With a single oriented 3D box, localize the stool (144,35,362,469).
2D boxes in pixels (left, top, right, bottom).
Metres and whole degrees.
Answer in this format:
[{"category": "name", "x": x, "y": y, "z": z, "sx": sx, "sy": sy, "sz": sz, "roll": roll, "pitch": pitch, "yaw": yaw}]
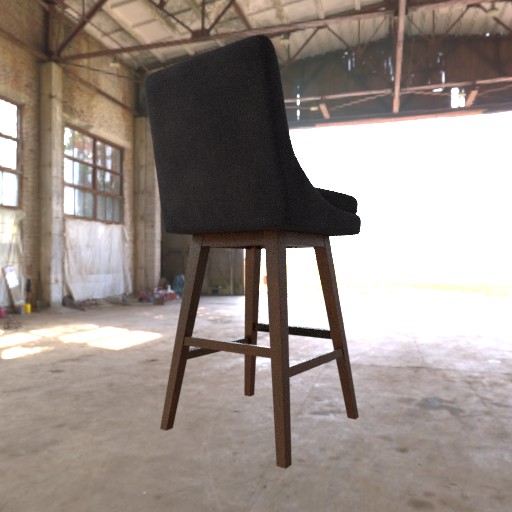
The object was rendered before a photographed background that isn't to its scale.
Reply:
[{"category": "stool", "x": 0.000, "y": 0.000, "z": 1.390, "sx": 0.489, "sy": 1.068, "sz": 0.572, "roll": -1, "pitch": -1, "yaw": 36}]
